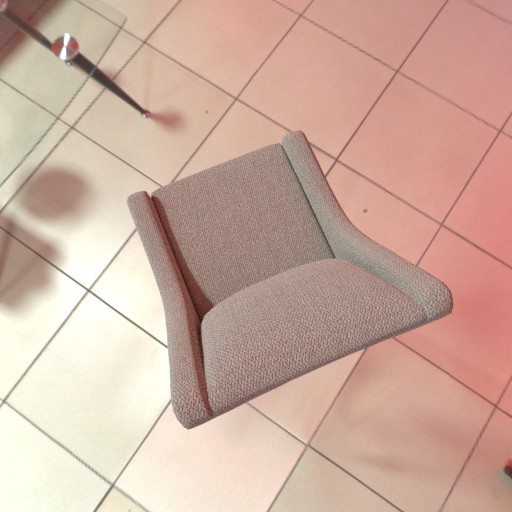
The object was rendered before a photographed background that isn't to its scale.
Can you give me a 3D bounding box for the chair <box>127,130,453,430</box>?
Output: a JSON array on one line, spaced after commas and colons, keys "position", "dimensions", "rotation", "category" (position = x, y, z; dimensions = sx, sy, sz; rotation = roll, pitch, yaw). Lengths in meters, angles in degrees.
[{"position": [0.000, 0.000, 1.649], "dimensions": [0.774, 1.014, 0.870], "rotation": [-22, 78, -5], "category": "chair"}]
